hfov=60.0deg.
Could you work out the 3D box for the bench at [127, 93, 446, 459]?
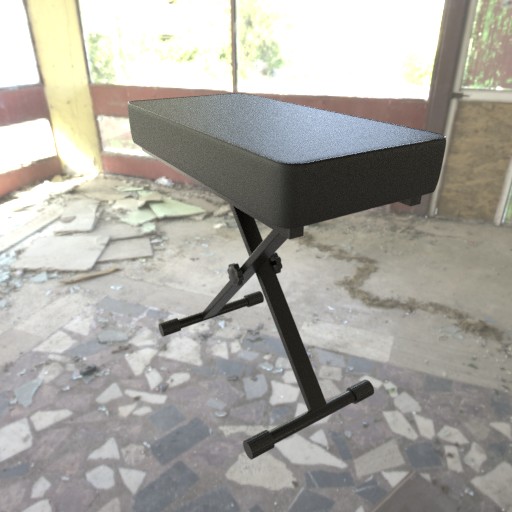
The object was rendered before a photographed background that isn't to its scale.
[{"bbox_3d":[0.000,0.000,0.916,0.300,0.561,0.600,-16,31,-28],"label":"bench"}]
